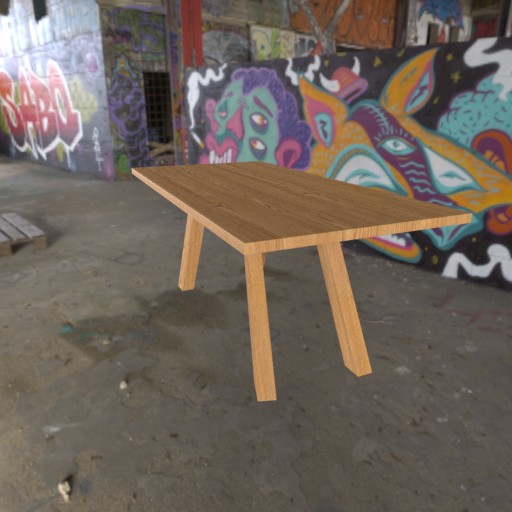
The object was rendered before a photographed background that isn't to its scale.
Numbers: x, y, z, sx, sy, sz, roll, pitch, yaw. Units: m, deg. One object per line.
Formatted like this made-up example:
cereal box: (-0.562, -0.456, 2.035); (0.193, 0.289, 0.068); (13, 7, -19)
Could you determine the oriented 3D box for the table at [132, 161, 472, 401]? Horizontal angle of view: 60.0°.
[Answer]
table: (0.000, 0.000, 2.320); (0.901, 0.750, 1.797); (-8, 20, -23)
